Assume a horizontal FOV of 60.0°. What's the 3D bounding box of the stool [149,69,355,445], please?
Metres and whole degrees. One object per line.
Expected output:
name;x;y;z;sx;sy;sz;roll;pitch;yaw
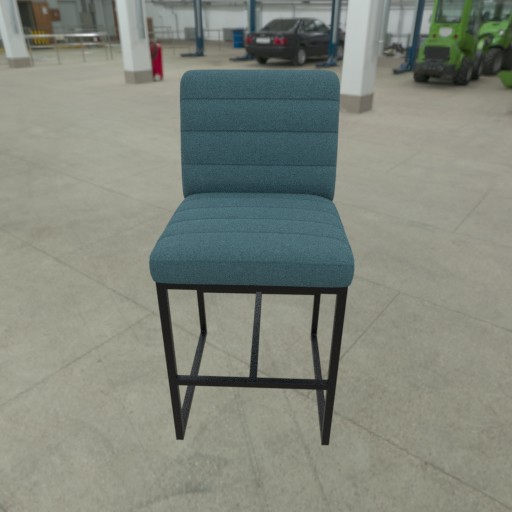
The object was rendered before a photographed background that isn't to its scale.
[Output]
stool;0.000;0.000;1.267;0.460;0.940;0.560;1;29;2
